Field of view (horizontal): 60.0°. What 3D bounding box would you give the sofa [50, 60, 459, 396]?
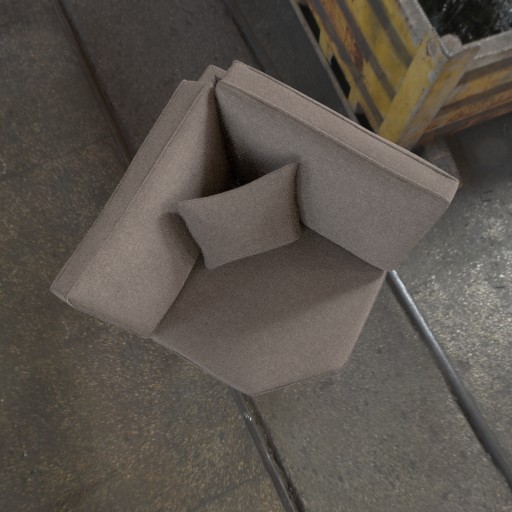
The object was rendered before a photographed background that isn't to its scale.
[{"bbox_3d":[0.000,0.000,1.842,1.042,0.951,1.050,30,77,7],"label":"sofa"}]
